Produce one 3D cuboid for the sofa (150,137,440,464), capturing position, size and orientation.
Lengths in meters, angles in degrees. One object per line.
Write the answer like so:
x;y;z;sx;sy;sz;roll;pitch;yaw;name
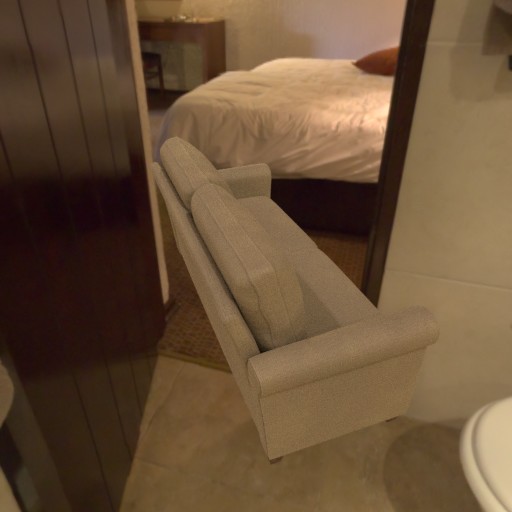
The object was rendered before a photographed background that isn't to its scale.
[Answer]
0.000;0.000;2.444;0.842;0.942;1.935;-11;33;-17;sofa
